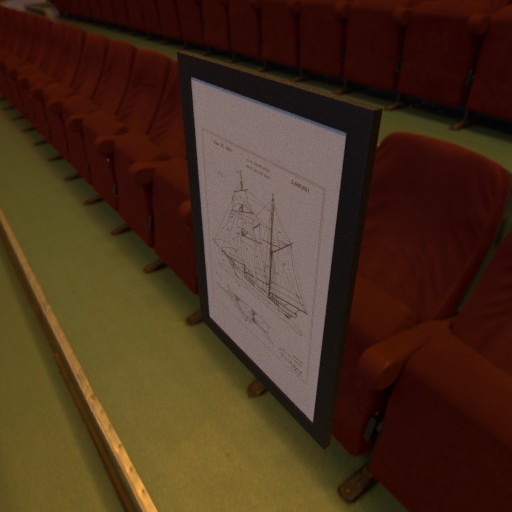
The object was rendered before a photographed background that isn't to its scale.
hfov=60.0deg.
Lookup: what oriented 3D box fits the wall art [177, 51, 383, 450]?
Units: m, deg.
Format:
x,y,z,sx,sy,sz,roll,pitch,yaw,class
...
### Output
x,y,z,sx,sy,sz,roll,pitch,yaw,class
0.000,0.000,0.686,0.013,0.534,0.381,-22,40,-30,wall art
